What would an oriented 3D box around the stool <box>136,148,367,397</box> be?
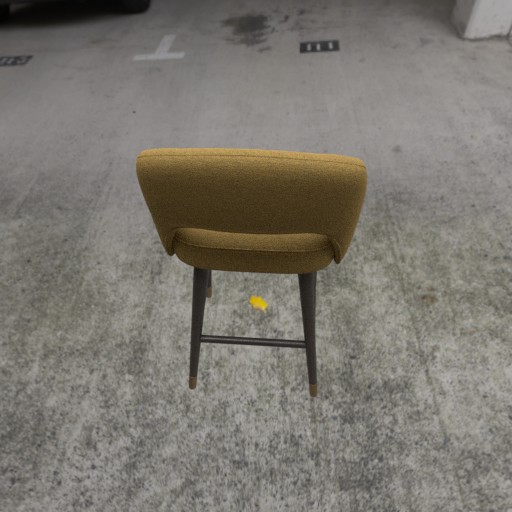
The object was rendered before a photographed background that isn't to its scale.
[{"bbox_3d":[0.000,0.000,1.339,0.536,1.032,0.522,3,46,3],"label":"stool"}]
